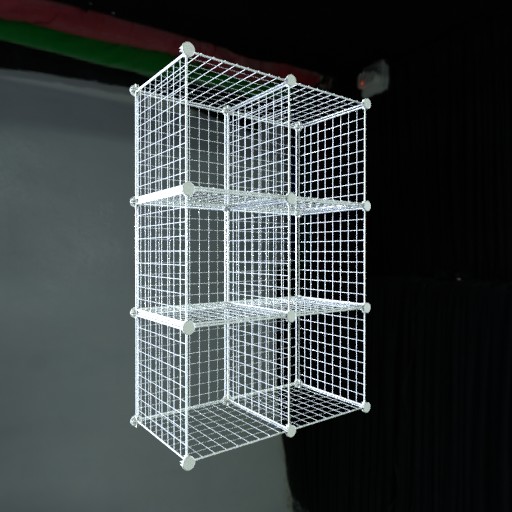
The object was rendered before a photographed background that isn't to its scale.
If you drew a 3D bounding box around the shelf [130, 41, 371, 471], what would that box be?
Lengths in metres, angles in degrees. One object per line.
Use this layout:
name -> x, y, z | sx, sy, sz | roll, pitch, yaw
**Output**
shelf -> 0.000, 0.000, 1.447 | 0.711, 1.067, 0.356 | 0, 0, -36
